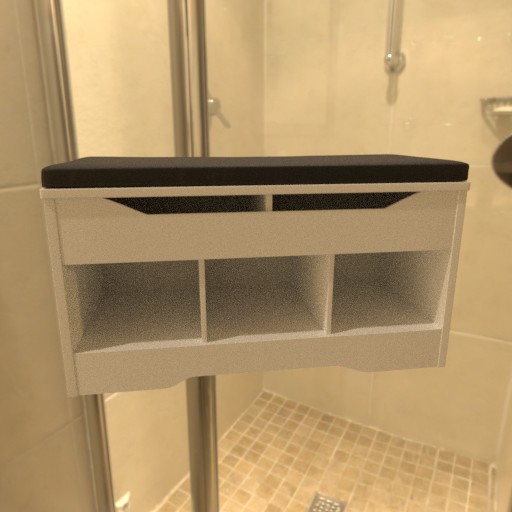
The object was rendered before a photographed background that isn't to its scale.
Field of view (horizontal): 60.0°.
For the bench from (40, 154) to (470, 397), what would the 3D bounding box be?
[{"bbox_3d":[0.000,0.000,1.156,0.899,0.500,0.401,-2,16,-8],"label":"bench"}]
